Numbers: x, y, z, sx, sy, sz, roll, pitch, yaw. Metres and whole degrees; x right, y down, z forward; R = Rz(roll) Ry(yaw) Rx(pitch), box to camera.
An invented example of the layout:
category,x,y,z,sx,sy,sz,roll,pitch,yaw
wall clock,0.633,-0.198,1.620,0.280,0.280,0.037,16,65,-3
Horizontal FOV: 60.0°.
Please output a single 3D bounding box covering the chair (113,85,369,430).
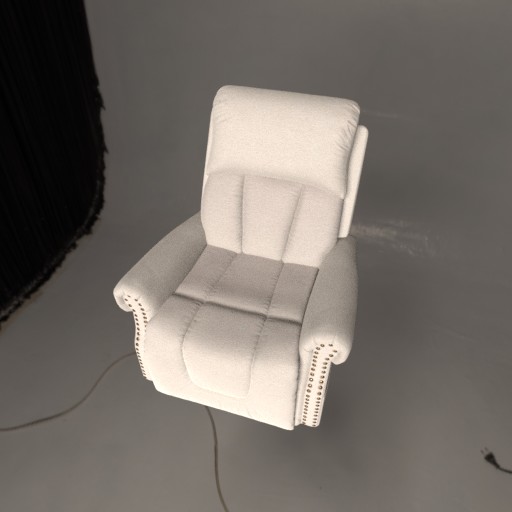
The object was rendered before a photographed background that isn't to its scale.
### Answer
category,x,y,z,sx,sy,sz,roll,pitch,yaw
chair,0.000,0.000,1.800,0.871,1.031,0.979,12,43,13
